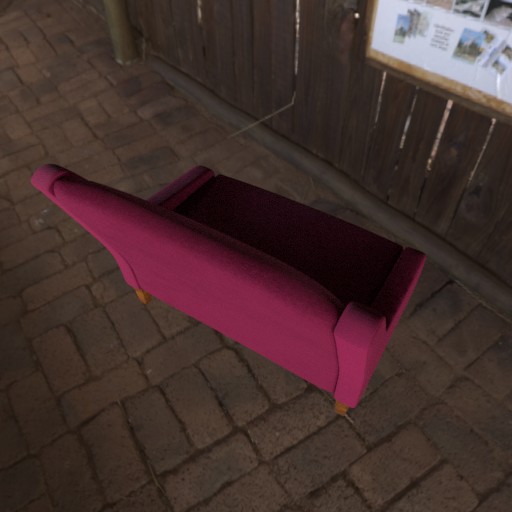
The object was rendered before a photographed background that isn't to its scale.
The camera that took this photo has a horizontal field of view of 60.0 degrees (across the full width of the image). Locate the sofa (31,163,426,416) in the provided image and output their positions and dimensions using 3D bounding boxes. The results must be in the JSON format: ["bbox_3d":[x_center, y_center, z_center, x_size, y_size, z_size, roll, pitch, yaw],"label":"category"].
[{"bbox_3d":[0.000,0.000,1.885,1.242,0.976,0.946,25,52,21],"label":"sofa"}]
